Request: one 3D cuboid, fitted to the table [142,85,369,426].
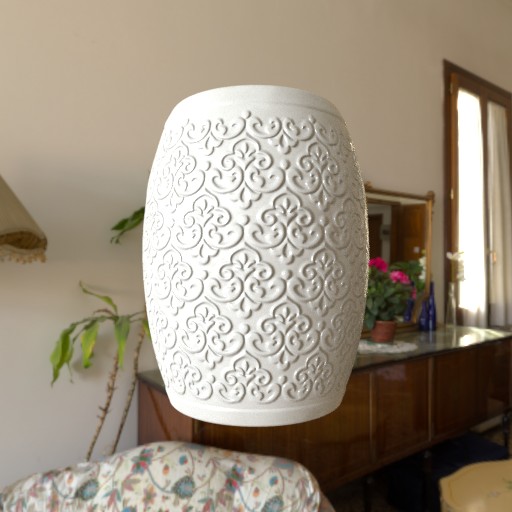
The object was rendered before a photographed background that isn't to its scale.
[{"bbox_3d":[0.000,0.000,0.624,0.309,0.397,0.309,0,-1,0],"label":"table"}]
